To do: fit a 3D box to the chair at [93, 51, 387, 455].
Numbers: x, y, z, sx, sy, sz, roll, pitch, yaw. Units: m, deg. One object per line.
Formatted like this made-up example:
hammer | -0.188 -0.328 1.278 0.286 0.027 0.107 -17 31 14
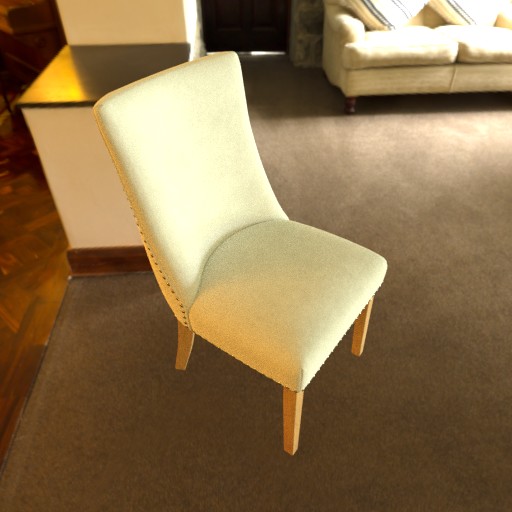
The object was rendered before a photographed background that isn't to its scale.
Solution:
chair | 0.000 0.000 1.237 0.610 0.902 0.495 25 47 27
